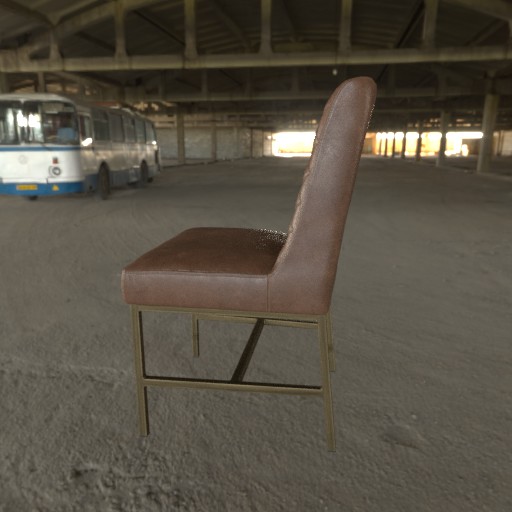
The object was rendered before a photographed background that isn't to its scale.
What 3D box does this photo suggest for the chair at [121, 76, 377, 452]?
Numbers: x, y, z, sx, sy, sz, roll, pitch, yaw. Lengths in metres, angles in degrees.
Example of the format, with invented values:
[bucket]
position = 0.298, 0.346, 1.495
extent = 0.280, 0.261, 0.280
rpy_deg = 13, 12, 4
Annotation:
[chair]
position = 0.000, 0.000, 1.248
extent = 0.587, 0.889, 0.508
rpy_deg = 2, 14, 9
